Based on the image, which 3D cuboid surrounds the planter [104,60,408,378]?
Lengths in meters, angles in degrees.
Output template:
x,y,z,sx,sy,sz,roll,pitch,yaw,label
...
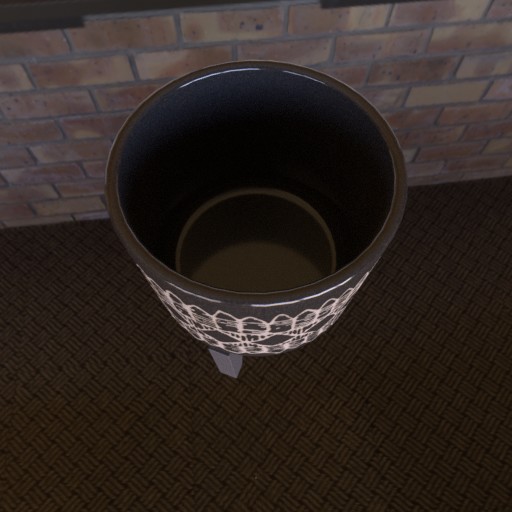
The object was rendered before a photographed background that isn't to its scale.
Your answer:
x,y,z,sx,sy,sz,roll,pitch,yaw,label
0.000,0.000,0.268,0.129,0.177,0.129,0,63,0,planter
